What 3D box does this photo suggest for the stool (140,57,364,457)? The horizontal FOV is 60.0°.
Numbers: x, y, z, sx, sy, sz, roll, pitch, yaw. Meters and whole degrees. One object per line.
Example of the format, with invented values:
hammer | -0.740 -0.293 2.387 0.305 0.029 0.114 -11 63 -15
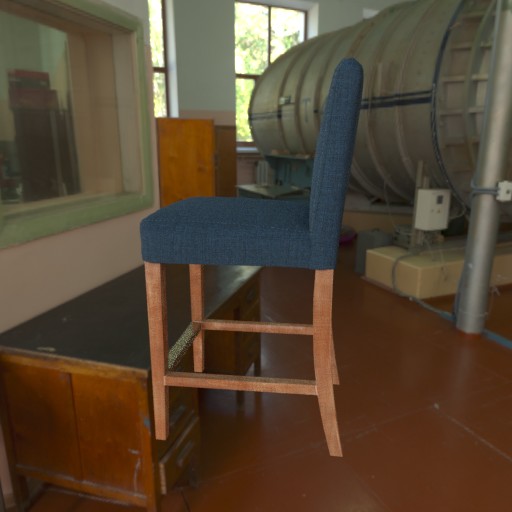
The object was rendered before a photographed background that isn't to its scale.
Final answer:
stool | 0.000 0.000 1.343 0.567 1.039 0.454 2 15 9
